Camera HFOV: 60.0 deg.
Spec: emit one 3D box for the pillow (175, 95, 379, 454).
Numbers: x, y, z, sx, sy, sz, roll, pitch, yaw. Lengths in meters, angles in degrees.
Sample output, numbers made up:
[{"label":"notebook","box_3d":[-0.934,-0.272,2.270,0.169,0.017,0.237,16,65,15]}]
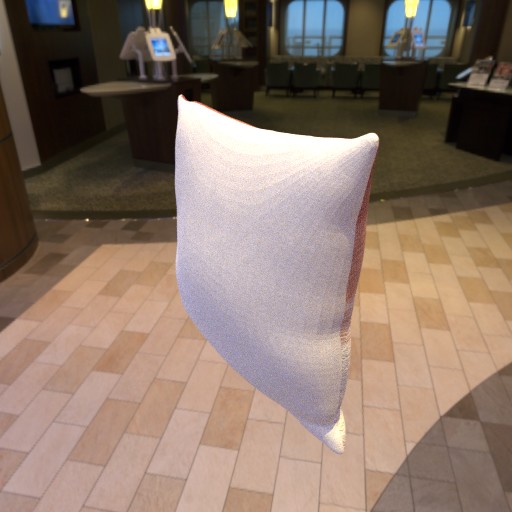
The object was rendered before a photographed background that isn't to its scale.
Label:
[{"label":"pillow","box_3d":[0.000,0.000,0.683,0.182,0.441,0.440,-18,32,-31]}]
